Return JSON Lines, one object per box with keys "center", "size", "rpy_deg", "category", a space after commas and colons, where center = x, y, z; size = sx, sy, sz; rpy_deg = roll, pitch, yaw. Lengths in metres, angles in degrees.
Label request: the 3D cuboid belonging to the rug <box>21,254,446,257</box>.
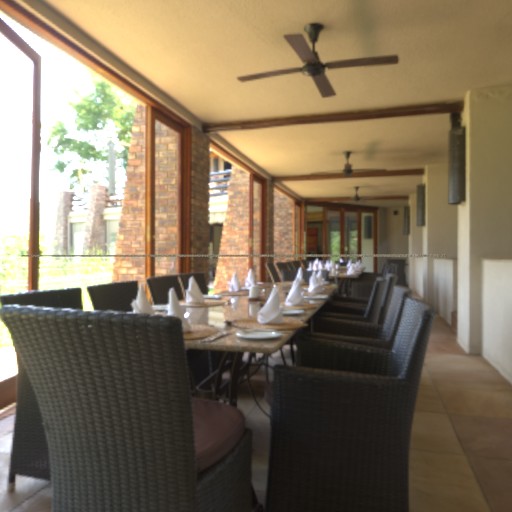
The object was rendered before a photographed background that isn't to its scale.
{"center": [0.000, 0.000, 3.893], "size": [2.894, 0.013, 2.286], "rpy_deg": [0, 0, 18], "category": "rug"}
